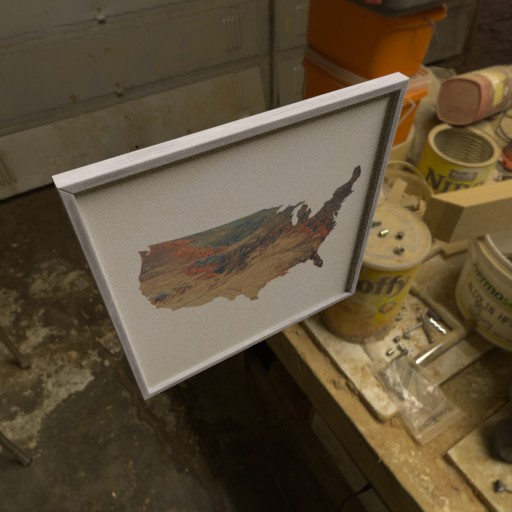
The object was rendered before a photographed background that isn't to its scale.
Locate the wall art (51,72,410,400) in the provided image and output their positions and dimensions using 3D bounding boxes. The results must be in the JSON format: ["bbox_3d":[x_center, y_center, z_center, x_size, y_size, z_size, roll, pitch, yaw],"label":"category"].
[{"bbox_3d":[0.000,0.000,0.448,0.303,0.303,0.015,-23,51,-20],"label":"wall art"}]
